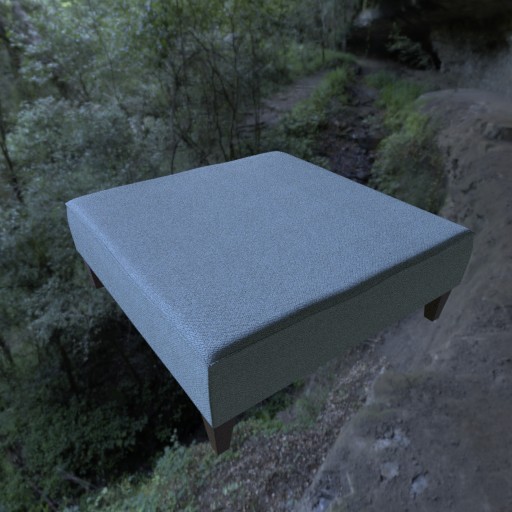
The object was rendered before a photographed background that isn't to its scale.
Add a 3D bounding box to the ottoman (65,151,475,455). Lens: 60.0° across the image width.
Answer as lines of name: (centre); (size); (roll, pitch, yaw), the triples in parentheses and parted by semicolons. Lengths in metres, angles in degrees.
ottoman: (0.000, 0.000, 1.545); (0.968, 0.379, 1.004); (-21, 37, -30)
